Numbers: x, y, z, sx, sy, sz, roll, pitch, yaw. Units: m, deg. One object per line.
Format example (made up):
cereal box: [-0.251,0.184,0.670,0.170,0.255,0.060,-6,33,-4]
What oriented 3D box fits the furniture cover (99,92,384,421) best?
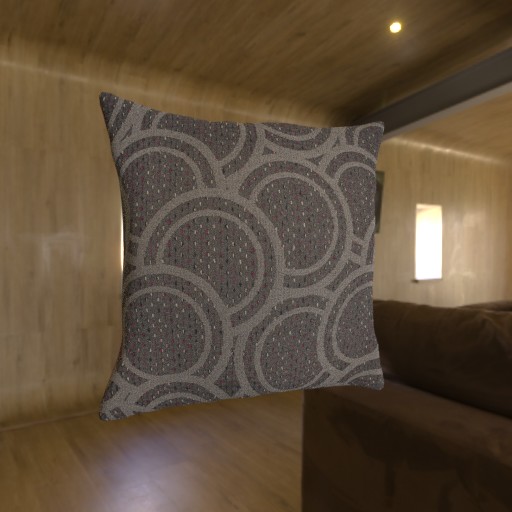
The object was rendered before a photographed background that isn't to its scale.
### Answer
furniture cover: [0.000,0.000,0.768,0.514,0.513,0.163,0,0,-19]
